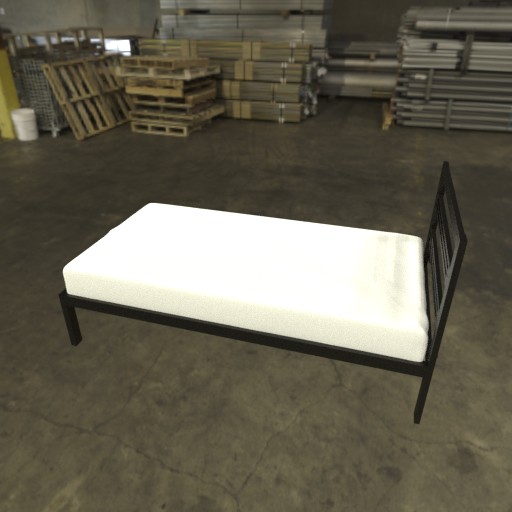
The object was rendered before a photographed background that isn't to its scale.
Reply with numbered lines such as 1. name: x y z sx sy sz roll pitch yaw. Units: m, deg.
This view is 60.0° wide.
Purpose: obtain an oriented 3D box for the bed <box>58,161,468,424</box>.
1. bed: 0.000 0.000 2.496 1.930 0.967 0.991 9 30 15
